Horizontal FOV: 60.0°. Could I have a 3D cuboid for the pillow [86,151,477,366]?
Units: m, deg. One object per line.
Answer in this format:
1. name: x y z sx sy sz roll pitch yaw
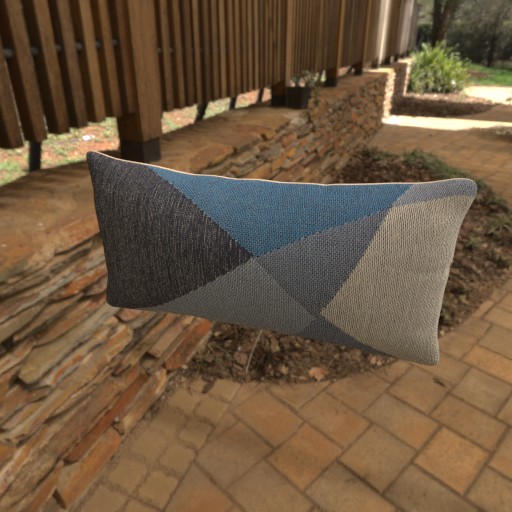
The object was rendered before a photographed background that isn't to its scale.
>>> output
1. pillow: 0.000 0.000 0.717 0.604 0.307 0.148 8 28 15
